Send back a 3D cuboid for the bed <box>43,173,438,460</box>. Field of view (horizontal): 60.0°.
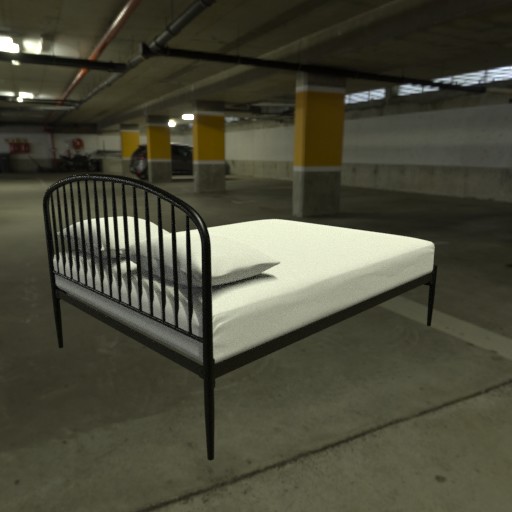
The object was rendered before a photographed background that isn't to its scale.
[{"bbox_3d":[0.000,0.000,3.024,1.618,1.166,2.159,13,18,44],"label":"bed"}]
